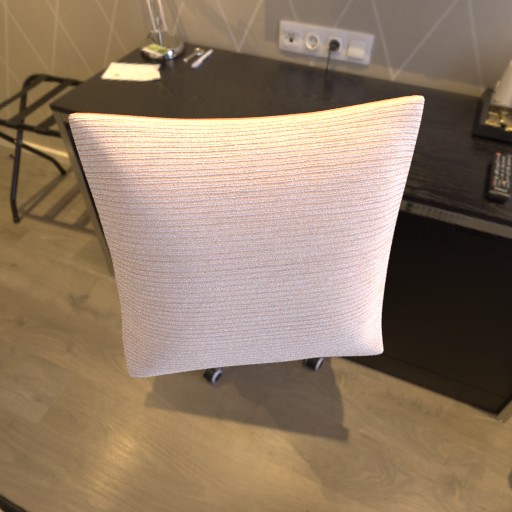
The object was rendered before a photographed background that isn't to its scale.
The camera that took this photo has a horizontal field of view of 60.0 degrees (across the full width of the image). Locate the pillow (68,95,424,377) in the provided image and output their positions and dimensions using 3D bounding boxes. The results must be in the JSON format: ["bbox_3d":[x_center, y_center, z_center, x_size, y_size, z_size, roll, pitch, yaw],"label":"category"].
[{"bbox_3d":[0.000,0.000,0.629,0.424,0.401,0.177,-4,46,-4],"label":"pillow"}]
